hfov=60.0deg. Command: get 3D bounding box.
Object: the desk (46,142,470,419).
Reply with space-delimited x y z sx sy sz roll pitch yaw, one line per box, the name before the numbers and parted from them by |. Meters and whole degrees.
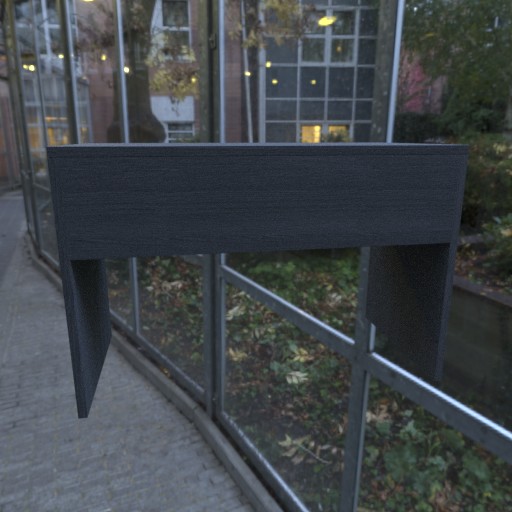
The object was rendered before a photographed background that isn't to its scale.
desk | 0.000 0.000 1.489 1.099 0.729 0.557 -3 15 -10
